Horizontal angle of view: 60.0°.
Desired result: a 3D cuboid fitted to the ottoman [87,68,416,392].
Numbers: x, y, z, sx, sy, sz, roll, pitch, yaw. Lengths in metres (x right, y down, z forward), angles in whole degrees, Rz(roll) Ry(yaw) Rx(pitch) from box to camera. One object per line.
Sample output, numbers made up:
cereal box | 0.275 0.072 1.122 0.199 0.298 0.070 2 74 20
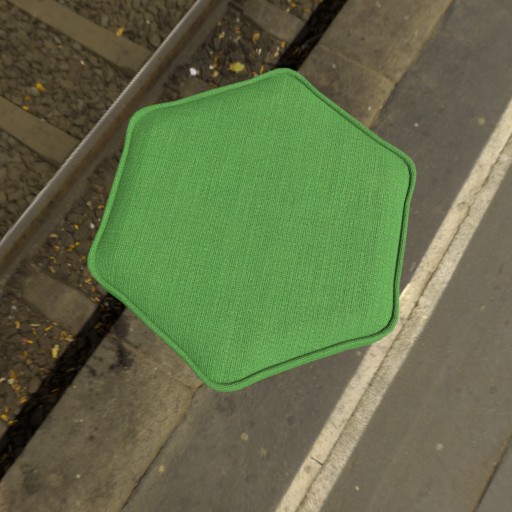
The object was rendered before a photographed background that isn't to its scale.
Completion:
ottoman | 0.000 0.000 0.865 0.444 0.507 0.499 11 76 3
